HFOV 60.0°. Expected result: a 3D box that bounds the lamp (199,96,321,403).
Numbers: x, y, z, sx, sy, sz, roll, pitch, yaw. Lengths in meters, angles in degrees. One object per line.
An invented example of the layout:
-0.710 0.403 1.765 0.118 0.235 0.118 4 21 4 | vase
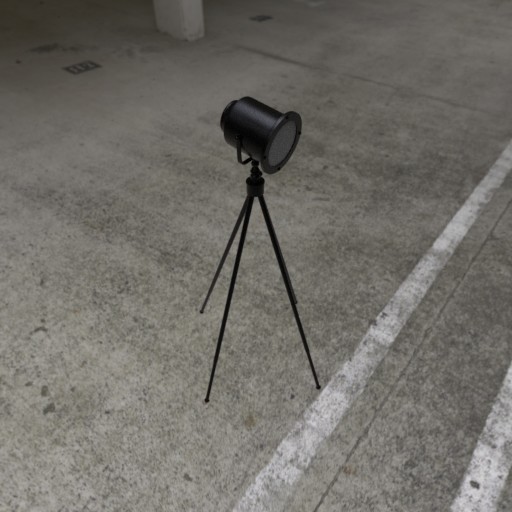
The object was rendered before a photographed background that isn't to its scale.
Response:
0.000 0.000 2.085 0.884 1.504 0.879 28 51 26 | lamp
